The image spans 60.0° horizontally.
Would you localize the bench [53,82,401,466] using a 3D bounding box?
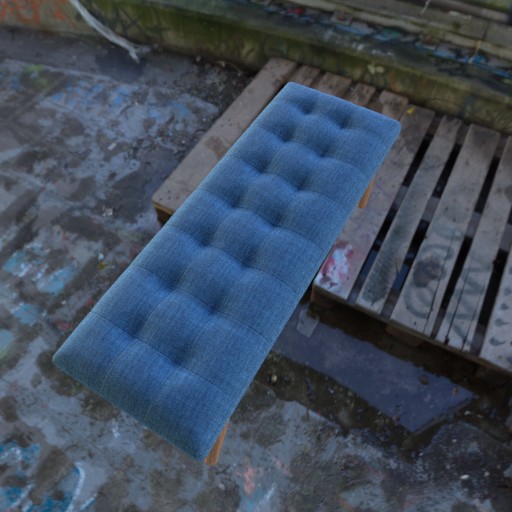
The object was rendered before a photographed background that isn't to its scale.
[{"bbox_3d":[0.000,0.000,1.325,0.406,0.432,1.118,27,62,16],"label":"bench"}]
